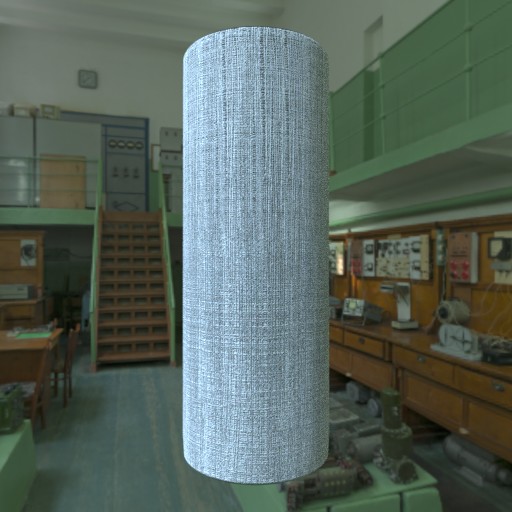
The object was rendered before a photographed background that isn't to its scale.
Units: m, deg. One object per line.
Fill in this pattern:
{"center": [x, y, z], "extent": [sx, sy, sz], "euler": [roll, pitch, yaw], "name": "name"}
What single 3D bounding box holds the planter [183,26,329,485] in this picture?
{"center": [0.000, 0.000, 0.308], "extent": [0.100, 0.270, 0.100], "euler": [0, 0, -18], "name": "planter"}
